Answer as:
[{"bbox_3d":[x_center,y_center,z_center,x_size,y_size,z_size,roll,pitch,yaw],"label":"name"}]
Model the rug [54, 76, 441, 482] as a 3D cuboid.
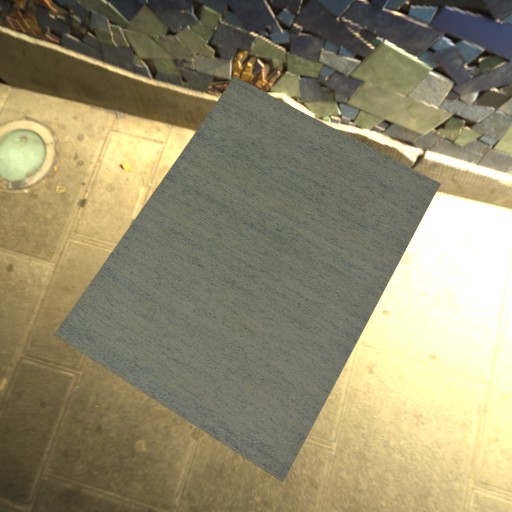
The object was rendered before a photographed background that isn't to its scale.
[{"bbox_3d":[0.000,0.000,4.281,2.438,0.006,3.197,30,78,7],"label":"rug"}]
